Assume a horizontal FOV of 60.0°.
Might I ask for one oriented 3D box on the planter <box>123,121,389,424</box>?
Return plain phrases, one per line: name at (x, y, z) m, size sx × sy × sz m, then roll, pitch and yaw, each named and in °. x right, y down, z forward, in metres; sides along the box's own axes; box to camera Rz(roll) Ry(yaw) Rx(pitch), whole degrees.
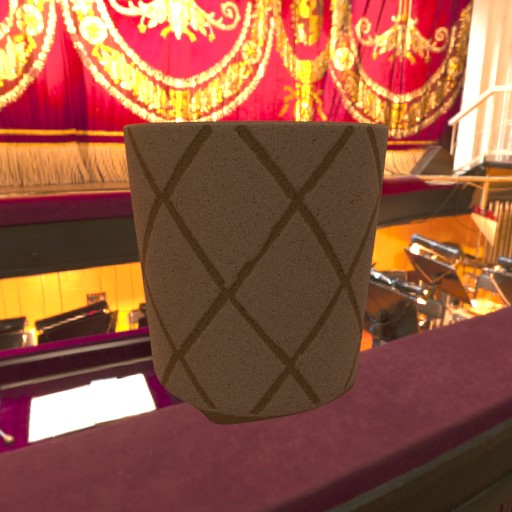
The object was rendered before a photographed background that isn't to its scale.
planter at (0.000, 0.000, 0.355) m, size 0.191 × 0.199 × 0.191 m, roll 0°, pitch 14°, yaw 0°
